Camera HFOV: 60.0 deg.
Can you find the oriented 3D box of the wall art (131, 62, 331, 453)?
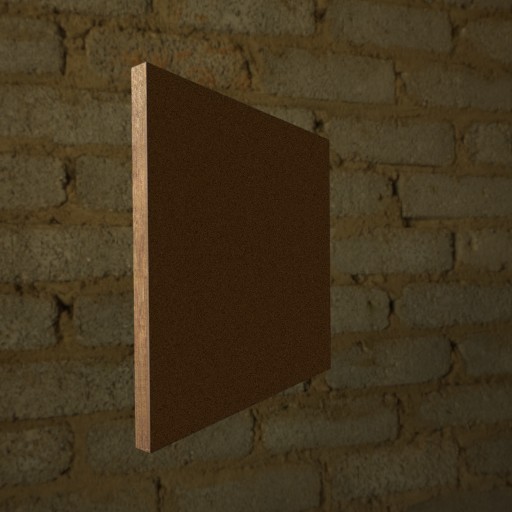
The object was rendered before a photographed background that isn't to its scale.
[{"bbox_3d":[0.000,0.000,0.937,0.042,0.608,0.611,0,1,36],"label":"wall art"}]
